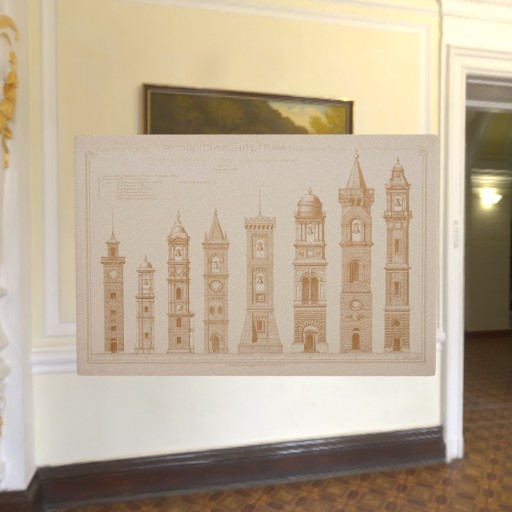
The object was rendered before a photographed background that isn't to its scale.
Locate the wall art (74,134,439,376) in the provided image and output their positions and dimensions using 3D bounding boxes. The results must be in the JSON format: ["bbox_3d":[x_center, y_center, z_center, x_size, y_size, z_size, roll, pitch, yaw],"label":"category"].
[{"bbox_3d":[0.000,0.000,0.475,0.380,0.254,0.019,0,2,0],"label":"wall art"}]
